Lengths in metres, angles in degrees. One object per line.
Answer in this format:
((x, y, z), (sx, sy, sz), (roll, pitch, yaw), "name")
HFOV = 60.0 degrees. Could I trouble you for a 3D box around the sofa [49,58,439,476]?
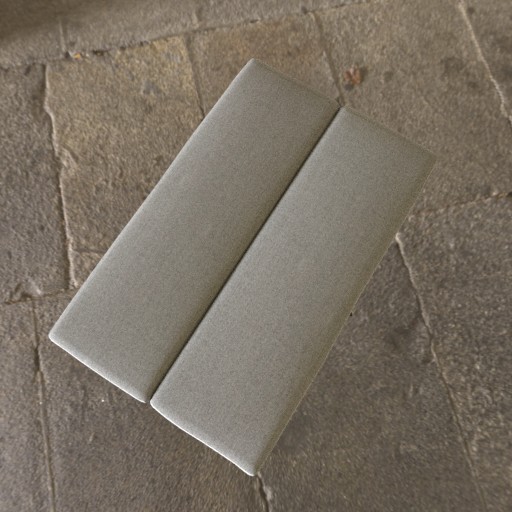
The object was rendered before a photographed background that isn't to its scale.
((0.000, 0.000, 1.663), (0.817, 0.434, 1.250), (31, 78, 8), "sofa")
